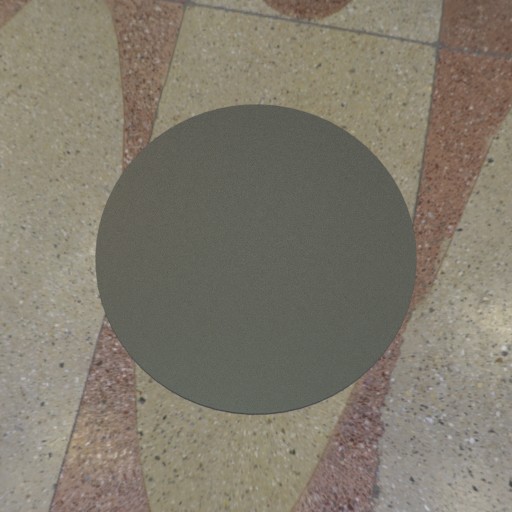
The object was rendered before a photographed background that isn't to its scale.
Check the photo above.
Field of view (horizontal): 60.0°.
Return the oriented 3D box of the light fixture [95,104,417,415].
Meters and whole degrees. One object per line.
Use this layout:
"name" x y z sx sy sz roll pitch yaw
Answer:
"light fixture" 0.000 0.000 0.554 0.368 0.100 0.368 0 75 0
